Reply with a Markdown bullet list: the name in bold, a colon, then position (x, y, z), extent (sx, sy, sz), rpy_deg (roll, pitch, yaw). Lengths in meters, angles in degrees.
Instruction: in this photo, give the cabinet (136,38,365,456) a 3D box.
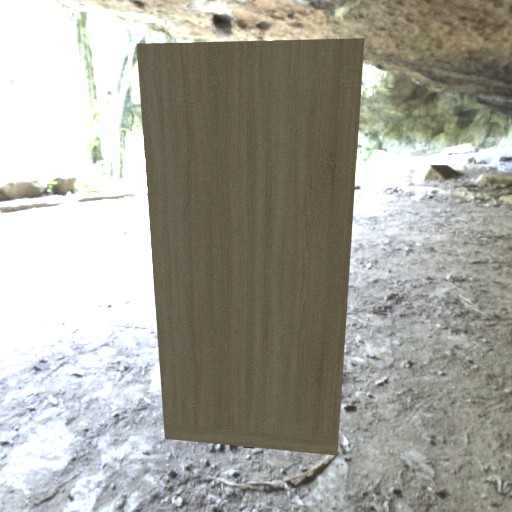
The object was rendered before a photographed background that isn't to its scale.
- **cabinet**: position (0.000, 0.000, 2.504), extent (1.001, 2.121, 0.590), rpy_deg (2, 17, 8)
